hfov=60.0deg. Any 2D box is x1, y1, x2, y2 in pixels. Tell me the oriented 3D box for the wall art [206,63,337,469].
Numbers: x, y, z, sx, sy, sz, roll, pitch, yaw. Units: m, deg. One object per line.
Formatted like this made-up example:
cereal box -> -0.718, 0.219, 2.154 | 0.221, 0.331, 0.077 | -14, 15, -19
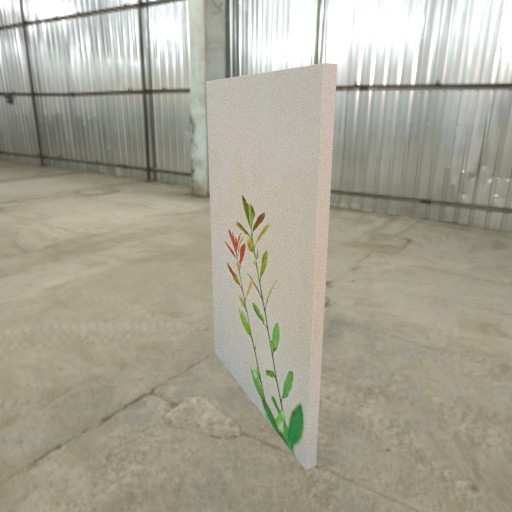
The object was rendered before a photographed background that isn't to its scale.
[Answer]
wall art -> 0.000, 0.000, 1.506 | 0.038, 1.143, 0.764 | -9, 20, -25
